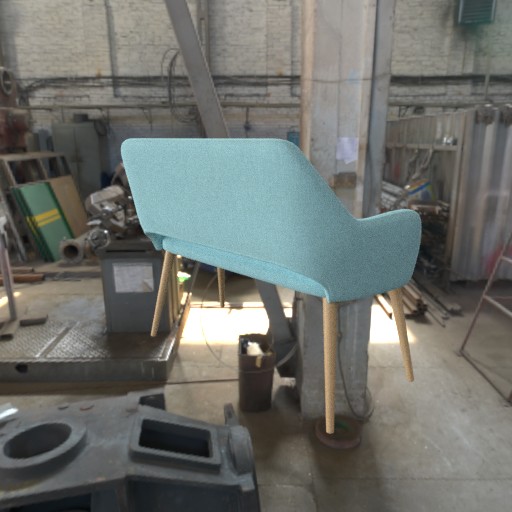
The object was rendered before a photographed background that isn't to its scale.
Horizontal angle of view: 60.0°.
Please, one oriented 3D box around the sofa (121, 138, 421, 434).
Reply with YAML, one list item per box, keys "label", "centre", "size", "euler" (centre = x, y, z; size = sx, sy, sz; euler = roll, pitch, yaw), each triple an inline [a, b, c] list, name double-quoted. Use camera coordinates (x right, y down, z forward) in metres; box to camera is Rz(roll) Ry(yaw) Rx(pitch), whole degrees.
- label: "sofa"
  centre: [0.000, 0.000, 1.637]
  size: [1.150, 0.840, 0.610]
  euler: [14, 21, 43]
